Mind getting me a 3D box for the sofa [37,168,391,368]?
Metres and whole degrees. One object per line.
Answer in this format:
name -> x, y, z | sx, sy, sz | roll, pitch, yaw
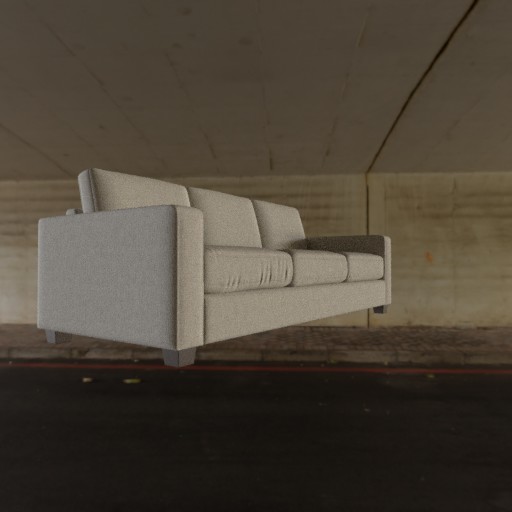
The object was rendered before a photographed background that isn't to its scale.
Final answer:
sofa -> 0.000, 0.000, 2.603 | 0.900, 0.800, 2.160 | -1, -1, 36
